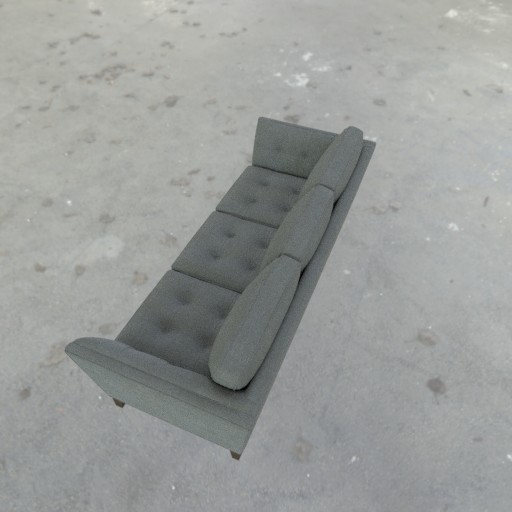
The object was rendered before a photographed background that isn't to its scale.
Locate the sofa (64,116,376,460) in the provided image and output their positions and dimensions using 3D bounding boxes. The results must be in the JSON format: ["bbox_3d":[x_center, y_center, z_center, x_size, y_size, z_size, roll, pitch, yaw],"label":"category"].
[{"bbox_3d":[0.000,0.000,2.932,0.965,0.940,2.387,17,48,16],"label":"sofa"}]
